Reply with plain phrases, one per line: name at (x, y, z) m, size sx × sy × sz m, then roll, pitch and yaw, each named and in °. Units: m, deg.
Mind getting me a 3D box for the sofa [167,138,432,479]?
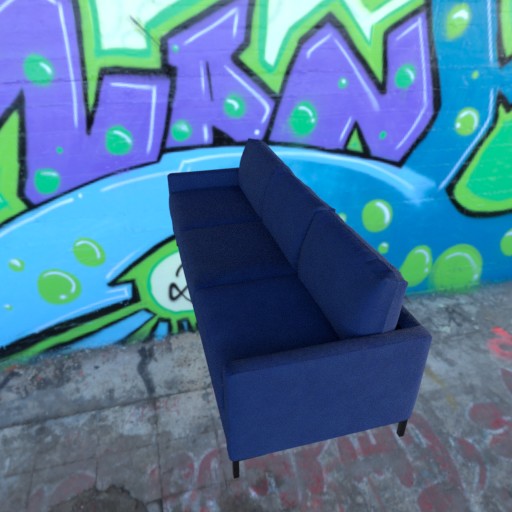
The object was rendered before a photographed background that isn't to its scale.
sofa at (0.000, 0.000, 2.683) m, size 0.875 × 0.879 × 2.252 m, roll -8°, pitch 31°, yaw -13°
